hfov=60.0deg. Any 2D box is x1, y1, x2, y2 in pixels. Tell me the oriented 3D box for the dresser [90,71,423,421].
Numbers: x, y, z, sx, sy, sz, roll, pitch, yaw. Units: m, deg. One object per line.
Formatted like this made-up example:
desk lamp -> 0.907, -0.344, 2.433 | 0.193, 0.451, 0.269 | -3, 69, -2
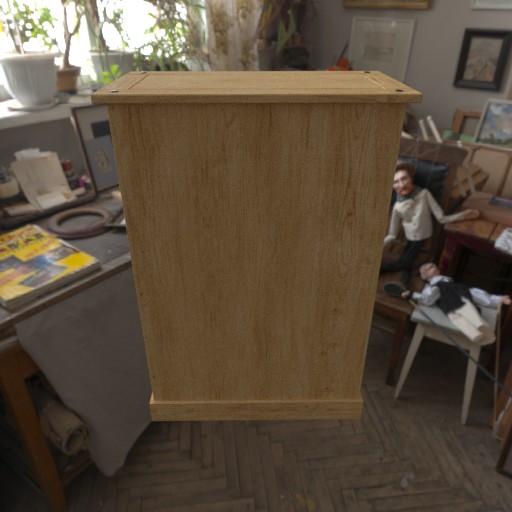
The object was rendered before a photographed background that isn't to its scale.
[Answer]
dresser -> 0.000, 0.000, 1.743 | 0.915, 1.300, 0.485 | 0, 30, -1
